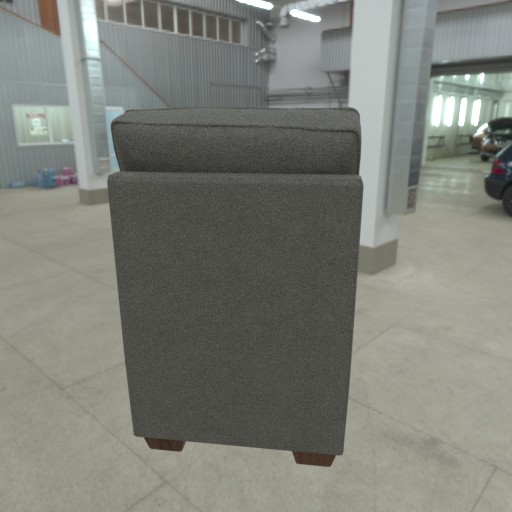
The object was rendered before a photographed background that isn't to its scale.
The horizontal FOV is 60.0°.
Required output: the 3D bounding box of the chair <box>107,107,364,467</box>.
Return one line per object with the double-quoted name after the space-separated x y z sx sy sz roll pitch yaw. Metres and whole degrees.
0.000 0.000 1.549 0.621 0.970 0.938 2 17 7 "chair"
